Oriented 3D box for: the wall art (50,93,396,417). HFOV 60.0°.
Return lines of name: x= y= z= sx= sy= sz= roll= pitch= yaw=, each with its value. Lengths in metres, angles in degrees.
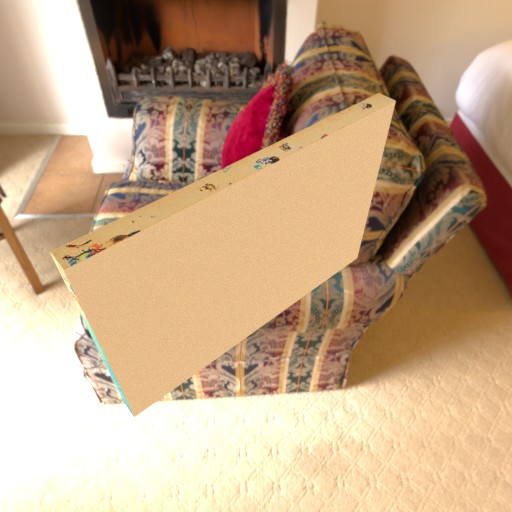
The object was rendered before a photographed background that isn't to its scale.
wall art: x=0.000 y=0.000 z=0.798 sx=0.609 sy=0.406 sz=0.039 roll=-32 pitch=54 yaw=-26
